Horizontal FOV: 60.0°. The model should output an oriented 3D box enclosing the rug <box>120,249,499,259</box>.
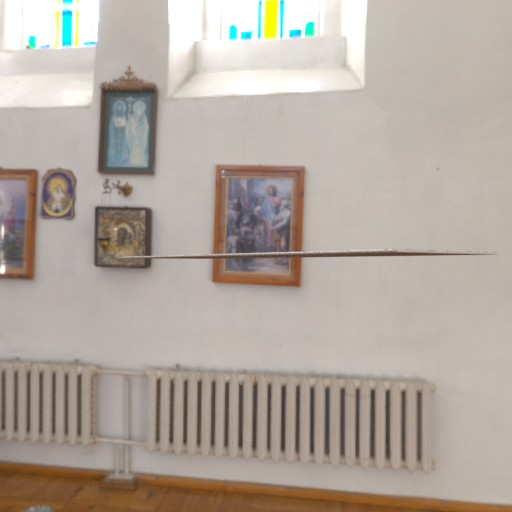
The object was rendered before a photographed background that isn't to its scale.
[{"bbox_3d":[0.000,0.000,2.362,0.662,0.011,2.196,1,-1,-38],"label":"rug"}]
